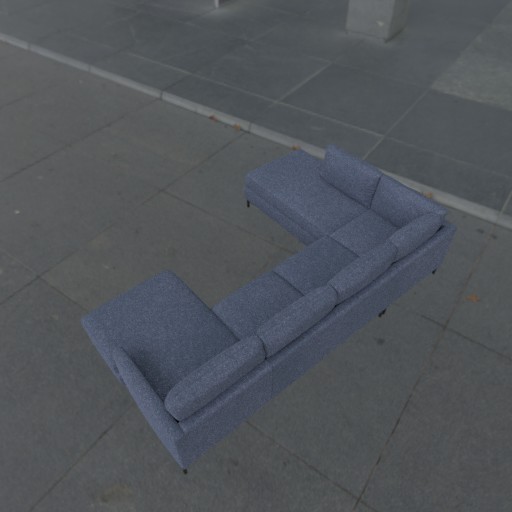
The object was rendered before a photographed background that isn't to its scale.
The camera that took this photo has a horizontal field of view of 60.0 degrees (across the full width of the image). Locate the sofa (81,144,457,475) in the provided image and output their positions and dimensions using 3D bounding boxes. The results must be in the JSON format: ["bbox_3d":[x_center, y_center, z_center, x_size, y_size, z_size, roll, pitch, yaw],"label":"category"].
[{"bbox_3d":[0.000,0.000,3.871,2.956,0.813,2.007,-31,53,-26],"label":"sofa"}]
